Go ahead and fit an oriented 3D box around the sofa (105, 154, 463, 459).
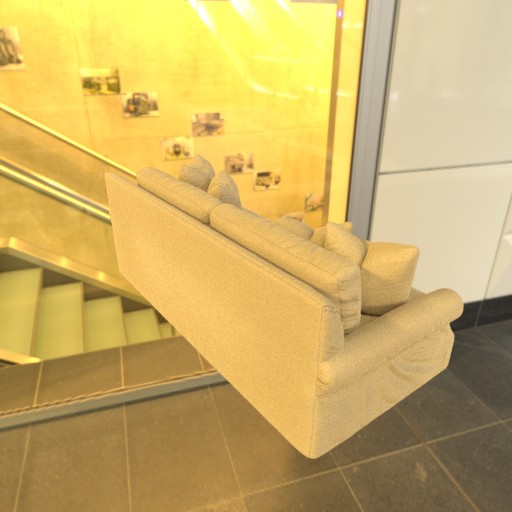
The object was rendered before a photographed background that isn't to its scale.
[{"bbox_3d":[0.000,0.000,2.750,1.067,0.904,2.285,-18,32,-33],"label":"sofa"}]
